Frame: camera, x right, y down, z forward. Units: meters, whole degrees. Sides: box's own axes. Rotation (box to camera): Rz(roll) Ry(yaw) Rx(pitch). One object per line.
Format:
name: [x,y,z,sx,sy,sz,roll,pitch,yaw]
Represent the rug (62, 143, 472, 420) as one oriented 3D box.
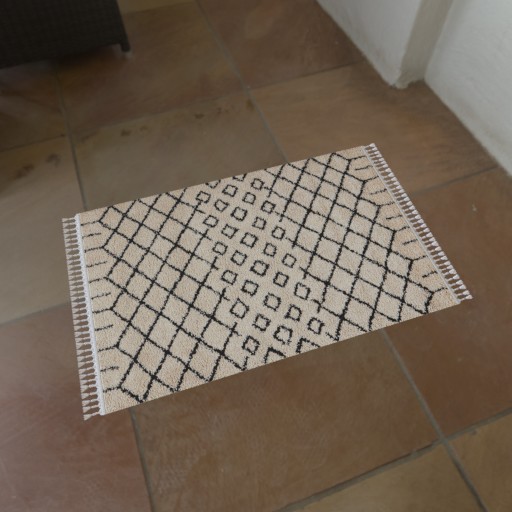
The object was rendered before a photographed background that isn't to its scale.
rug: [0.000,0.000,2.457,2.006,0.008,1.196,-15,59,-9]
